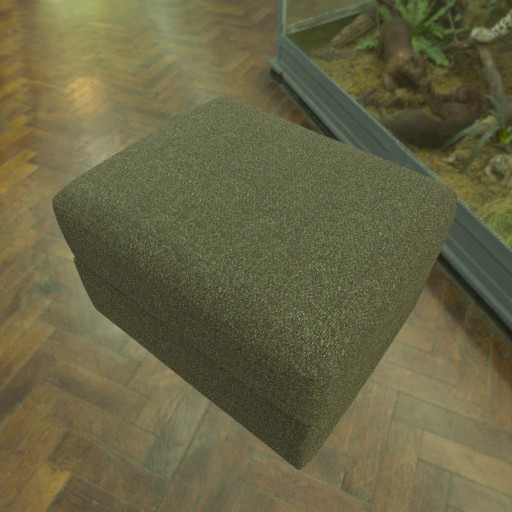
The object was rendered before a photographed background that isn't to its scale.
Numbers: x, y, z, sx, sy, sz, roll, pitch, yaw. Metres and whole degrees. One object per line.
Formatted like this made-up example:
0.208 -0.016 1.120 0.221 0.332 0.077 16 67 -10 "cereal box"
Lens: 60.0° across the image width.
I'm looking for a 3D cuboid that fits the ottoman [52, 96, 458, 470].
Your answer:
0.000 0.000 1.102 0.742 0.476 0.598 30 54 25 "ottoman"
